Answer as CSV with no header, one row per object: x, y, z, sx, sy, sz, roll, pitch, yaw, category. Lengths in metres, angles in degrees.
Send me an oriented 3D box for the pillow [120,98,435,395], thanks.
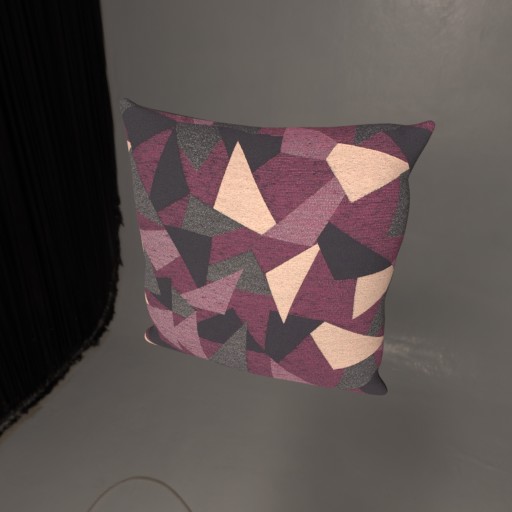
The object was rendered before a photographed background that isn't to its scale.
0.000,0.000,0.765,0.503,0.496,0.208,9,29,16,pillow
